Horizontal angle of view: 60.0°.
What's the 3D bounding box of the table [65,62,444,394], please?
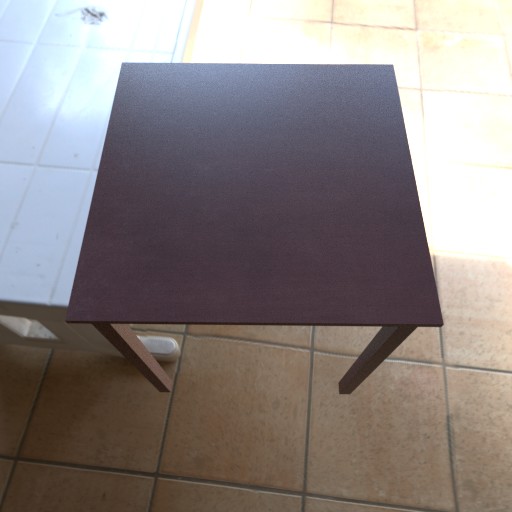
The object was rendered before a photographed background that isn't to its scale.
[{"bbox_3d":[0.000,0.000,1.645,0.861,0.991,0.861,1,62,0],"label":"table"}]
